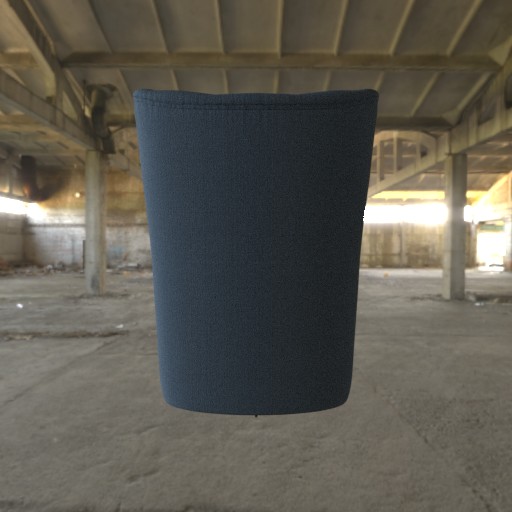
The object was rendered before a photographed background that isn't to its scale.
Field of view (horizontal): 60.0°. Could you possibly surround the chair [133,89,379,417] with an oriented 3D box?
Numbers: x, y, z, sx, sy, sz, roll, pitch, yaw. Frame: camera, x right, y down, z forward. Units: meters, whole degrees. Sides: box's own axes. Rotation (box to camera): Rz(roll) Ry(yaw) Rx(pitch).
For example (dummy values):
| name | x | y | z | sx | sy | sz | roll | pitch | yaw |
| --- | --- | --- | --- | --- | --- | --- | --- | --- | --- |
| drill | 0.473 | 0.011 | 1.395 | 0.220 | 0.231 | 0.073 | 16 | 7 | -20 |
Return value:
| name | x | y | z | sx | sy | sz | roll | pitch | yaw |
| --- | --- | --- | --- | --- | --- | --- | --- | --- | --- |
| chair | 0.000 | 0.000 | 1.722 | 0.831 | 1.079 | 0.930 | 0 | 1 | 0 |
